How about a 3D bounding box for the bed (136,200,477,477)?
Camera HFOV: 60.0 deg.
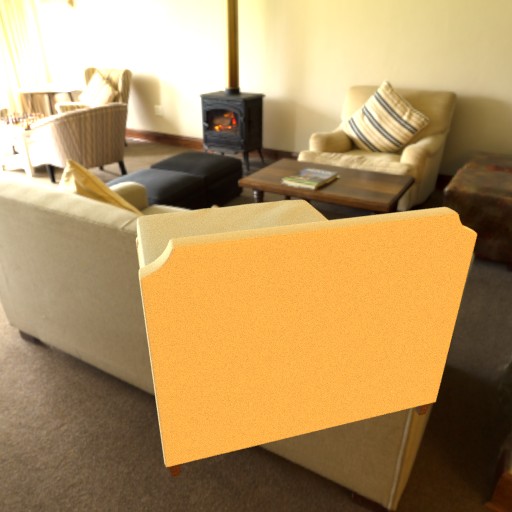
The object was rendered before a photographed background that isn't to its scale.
[{"bbox_3d":[0.000,0.000,3.311,1.703,1.415,2.329,-8,28,-14],"label":"bed"}]
